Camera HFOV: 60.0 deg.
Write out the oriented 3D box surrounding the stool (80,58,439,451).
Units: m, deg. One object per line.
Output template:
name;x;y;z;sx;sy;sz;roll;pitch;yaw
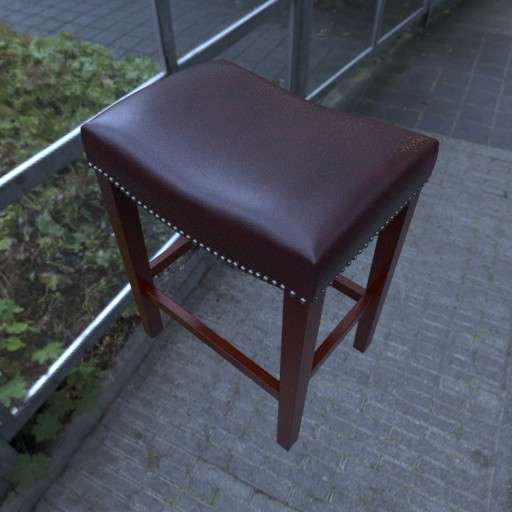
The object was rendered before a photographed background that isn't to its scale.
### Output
stool;0.000;0.000;0.960;0.504;0.657;0.372;32;55;26
